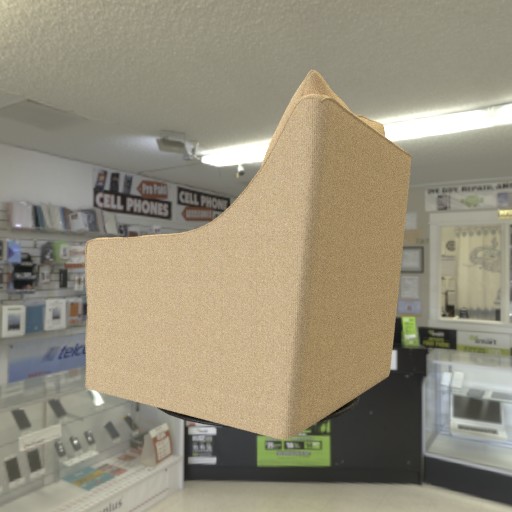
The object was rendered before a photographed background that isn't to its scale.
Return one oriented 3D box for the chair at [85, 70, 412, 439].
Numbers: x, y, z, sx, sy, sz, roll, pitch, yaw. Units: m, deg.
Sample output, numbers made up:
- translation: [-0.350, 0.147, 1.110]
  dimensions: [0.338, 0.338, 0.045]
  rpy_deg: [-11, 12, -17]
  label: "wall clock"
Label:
- translation: [0.000, 0.000, 1.530]
  dimensions: [0.876, 0.927, 0.760]
  rpy_deg: [-1, -1, 35]
  label: "chair"
